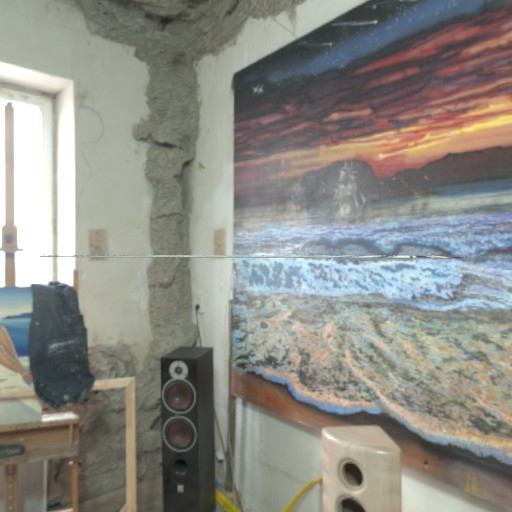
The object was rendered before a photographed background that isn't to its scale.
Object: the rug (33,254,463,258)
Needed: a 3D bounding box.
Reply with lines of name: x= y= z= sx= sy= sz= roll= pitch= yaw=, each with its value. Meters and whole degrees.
rug: x=0.000 y=0.000 z=2.595 sx=2.108 sy=0.009 sz=1.248 roll=0 pitch=0 yaw=19
